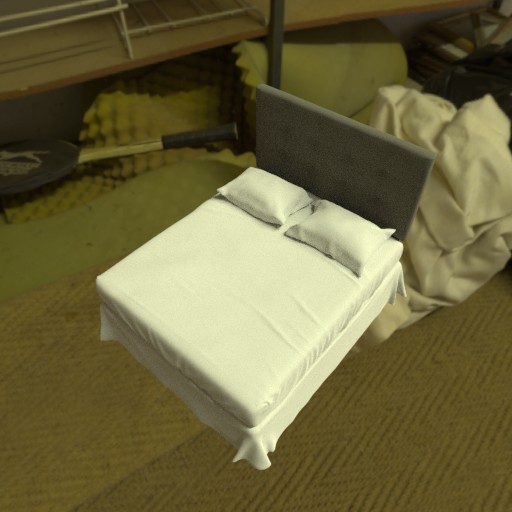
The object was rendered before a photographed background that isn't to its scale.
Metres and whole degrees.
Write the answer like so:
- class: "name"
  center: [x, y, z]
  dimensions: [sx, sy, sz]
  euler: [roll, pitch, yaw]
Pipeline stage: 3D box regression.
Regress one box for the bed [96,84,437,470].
- class: "bed"
  center: [0.000, 0.000, 3.514]
  dimensions: [1.936, 1.577, 2.222]
  euler: [32, 55, 26]
